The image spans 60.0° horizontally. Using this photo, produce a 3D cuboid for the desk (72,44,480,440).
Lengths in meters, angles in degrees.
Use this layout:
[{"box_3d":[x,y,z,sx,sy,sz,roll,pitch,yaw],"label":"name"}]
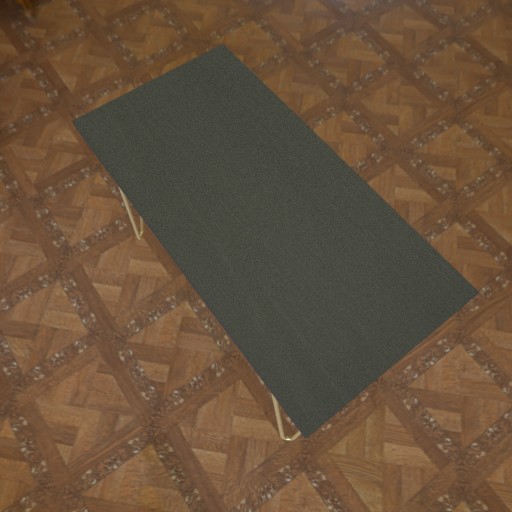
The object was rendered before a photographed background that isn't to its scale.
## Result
[{"box_3d":[0.000,0.000,1.388,0.499,0.660,0.991,-34,69,-15],"label":"desk"}]
